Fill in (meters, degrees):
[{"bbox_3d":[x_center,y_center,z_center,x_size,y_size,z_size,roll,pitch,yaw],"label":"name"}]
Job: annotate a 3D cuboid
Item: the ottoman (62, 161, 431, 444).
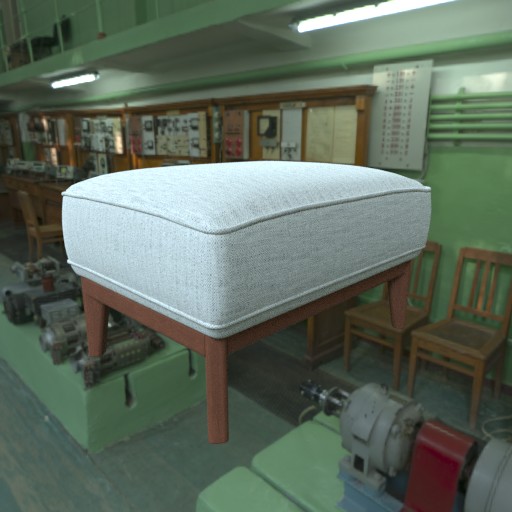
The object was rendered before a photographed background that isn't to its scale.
[{"bbox_3d":[0.000,0.000,1.153,0.594,0.465,0.794,14,21,42],"label":"ottoman"}]
